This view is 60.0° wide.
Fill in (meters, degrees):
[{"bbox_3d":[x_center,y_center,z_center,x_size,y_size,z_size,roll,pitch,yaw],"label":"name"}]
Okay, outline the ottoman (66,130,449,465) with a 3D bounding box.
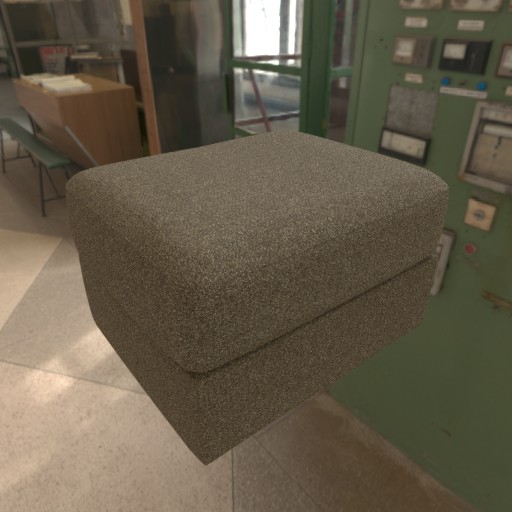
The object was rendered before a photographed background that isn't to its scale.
[{"bbox_3d":[0.000,0.000,1.115,0.742,0.476,0.598,-21,36,-32],"label":"ottoman"}]
